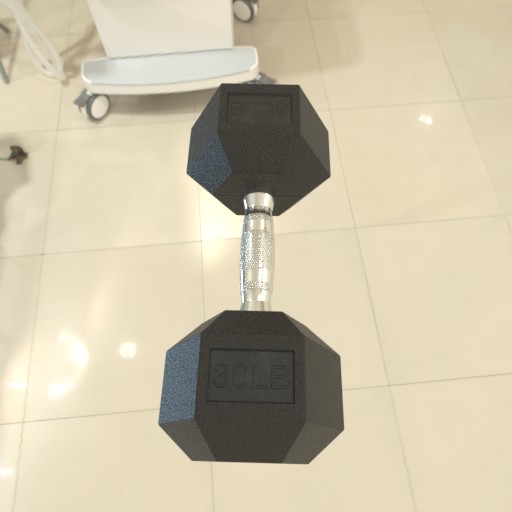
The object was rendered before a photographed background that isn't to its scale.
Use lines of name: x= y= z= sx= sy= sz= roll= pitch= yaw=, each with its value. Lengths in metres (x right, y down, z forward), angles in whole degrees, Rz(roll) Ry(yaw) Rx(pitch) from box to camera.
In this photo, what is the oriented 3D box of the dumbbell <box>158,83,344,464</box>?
dumbbell: x=0.000 y=0.000 z=0.398 sx=0.142 sy=0.123 sz=0.337 roll=1 pitch=65 yaw=1
